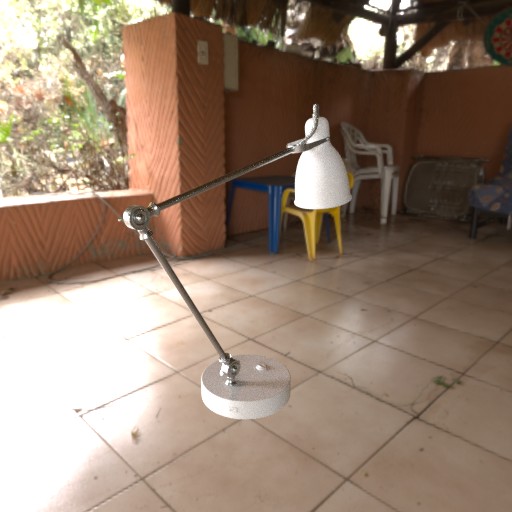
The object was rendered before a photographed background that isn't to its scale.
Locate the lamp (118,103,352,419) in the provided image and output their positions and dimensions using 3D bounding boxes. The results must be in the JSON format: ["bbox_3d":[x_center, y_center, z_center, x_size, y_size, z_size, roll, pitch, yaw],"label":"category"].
[{"bbox_3d":[0.000,0.000,0.881,0.187,0.587,0.561,15,21,42],"label":"lamp"}]
